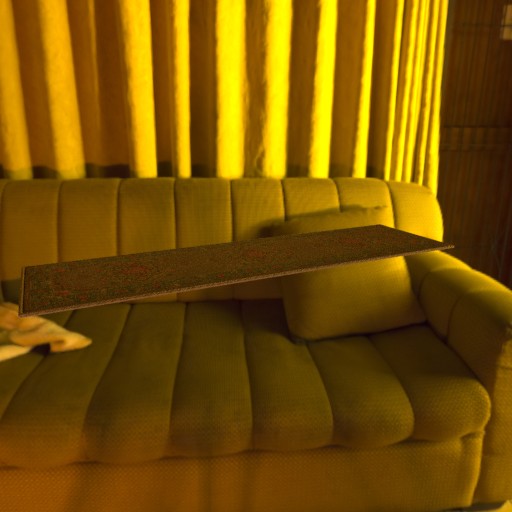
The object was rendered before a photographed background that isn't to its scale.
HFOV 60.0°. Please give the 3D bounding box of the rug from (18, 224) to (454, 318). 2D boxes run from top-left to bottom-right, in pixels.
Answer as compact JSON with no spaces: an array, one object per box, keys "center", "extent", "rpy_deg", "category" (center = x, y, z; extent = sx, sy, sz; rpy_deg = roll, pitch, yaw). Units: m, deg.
[{"center":[0.000,0.000,2.421],"extent":[2.297,0.019,0.659],"rpy_deg":[-8,18,-25],"category":"rug"}]
